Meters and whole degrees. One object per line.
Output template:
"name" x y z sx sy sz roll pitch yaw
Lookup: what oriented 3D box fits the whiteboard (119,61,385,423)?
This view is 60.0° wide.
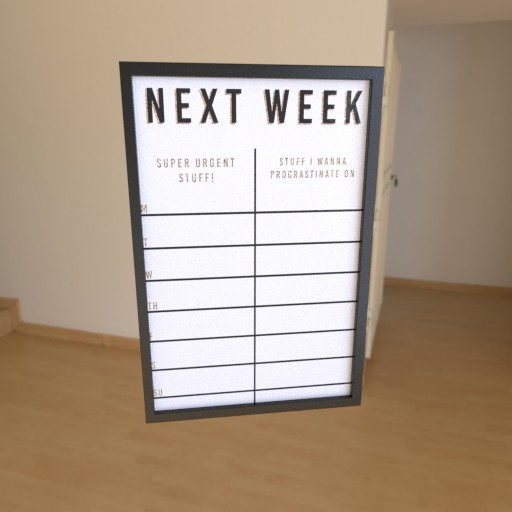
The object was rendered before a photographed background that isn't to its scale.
"whiteboard" 0.000 0.000 0.762 0.406 0.611 0.026 -2 15 -8
